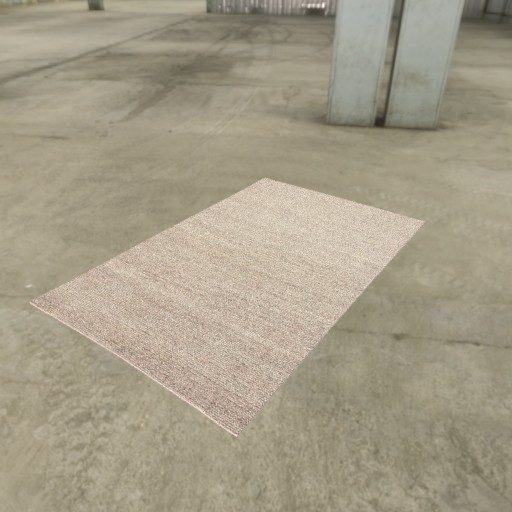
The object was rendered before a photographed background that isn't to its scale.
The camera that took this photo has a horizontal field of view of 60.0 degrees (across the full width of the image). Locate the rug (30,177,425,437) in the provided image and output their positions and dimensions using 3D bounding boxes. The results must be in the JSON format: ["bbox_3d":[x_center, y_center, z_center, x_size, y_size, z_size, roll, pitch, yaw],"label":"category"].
[{"bbox_3d":[0.000,0.000,2.267,1.154,0.021,1.792,21,38,30],"label":"rug"}]
